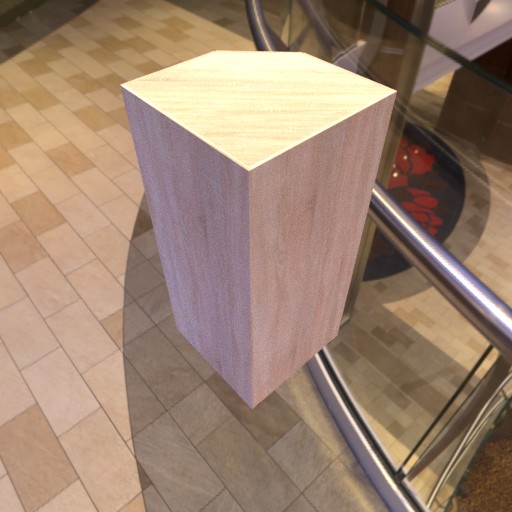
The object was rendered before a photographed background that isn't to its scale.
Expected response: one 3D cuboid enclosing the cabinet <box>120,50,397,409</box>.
[{"bbox_3d":[0.000,0.000,2.821,1.327,2.120,1.094,2,47,2],"label":"cabinet"}]
